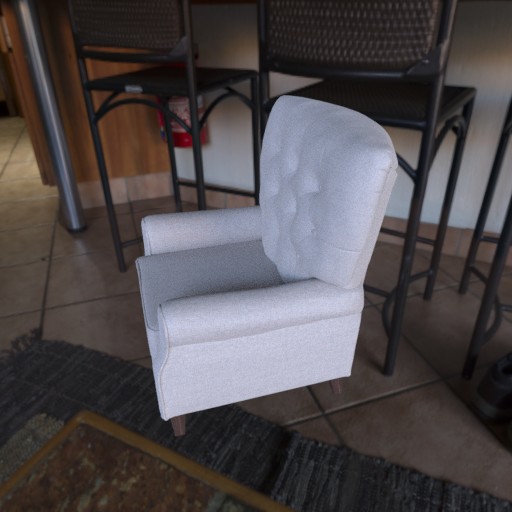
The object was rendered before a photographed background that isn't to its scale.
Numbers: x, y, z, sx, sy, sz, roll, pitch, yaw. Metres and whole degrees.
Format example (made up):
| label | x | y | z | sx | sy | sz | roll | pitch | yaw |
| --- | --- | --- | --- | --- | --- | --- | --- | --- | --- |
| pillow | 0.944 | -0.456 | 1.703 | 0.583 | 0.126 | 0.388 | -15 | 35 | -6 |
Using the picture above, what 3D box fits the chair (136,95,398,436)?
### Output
| label | x | y | z | sx | sy | sz | roll | pitch | yaw |
| --- | --- | --- | --- | --- | --- | --- | --- | --- | --- |
| chair | 0.000 | 0.000 | 1.945 | 1.025 | 1.209 | 0.942 | -9 | 32 | -14 |
